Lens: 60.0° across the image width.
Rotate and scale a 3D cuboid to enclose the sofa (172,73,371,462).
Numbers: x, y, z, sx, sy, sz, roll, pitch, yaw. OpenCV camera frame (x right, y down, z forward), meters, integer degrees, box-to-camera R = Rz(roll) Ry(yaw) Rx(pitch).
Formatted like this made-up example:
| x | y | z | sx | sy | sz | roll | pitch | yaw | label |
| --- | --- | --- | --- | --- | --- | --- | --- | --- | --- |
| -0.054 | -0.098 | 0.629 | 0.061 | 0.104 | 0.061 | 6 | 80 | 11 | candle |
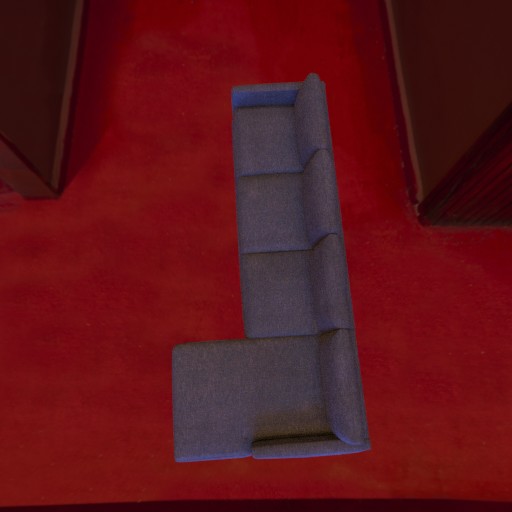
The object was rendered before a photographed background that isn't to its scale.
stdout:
| x | y | z | sx | sy | sz | roll | pitch | yaw | label |
| --- | --- | --- | --- | --- | --- | --- | --- | --- | --- |
| 0.000 | 0.000 | 3.492 | 1.350 | 0.810 | 2.932 | -3 | 74 | -1 | sofa |
